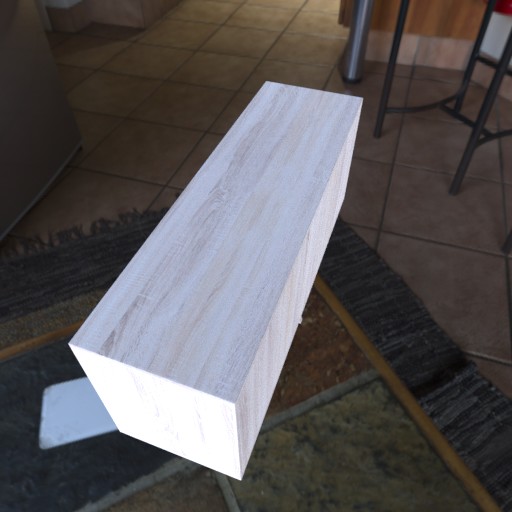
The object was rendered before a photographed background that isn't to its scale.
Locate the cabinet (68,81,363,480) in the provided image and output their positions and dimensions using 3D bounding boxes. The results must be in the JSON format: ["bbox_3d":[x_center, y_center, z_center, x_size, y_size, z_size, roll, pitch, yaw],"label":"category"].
[{"bbox_3d":[0.000,0.000,1.980,0.500,0.780,1.650,15,49,14],"label":"cabinet"}]
